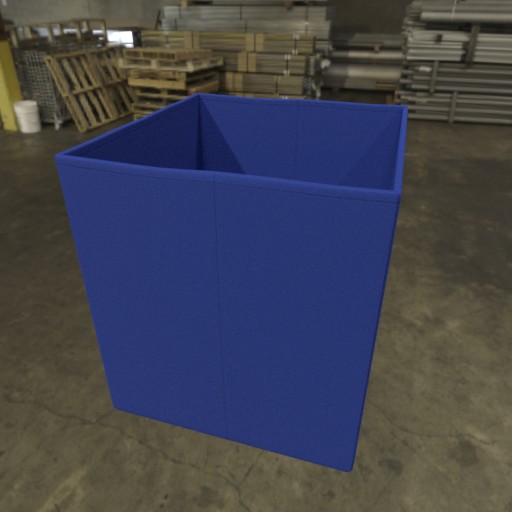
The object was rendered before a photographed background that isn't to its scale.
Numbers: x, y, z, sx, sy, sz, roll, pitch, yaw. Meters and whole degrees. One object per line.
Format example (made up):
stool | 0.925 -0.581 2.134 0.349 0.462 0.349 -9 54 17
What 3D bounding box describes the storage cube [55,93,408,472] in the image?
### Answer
storage cube | 0.000 0.000 0.480 0.270 0.280 0.270 9 31 15
